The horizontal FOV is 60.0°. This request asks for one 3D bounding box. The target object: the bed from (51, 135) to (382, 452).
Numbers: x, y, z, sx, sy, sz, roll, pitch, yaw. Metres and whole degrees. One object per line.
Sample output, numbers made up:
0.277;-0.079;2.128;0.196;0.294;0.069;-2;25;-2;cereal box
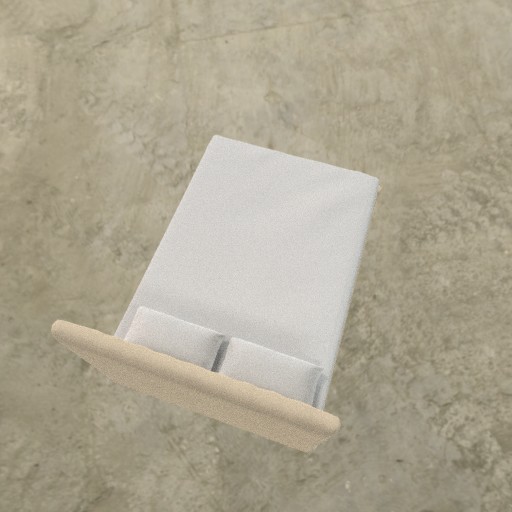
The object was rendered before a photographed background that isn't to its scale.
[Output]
0.000;0.000;3.501;1.698;1.427;2.387;17;65;8;bed
